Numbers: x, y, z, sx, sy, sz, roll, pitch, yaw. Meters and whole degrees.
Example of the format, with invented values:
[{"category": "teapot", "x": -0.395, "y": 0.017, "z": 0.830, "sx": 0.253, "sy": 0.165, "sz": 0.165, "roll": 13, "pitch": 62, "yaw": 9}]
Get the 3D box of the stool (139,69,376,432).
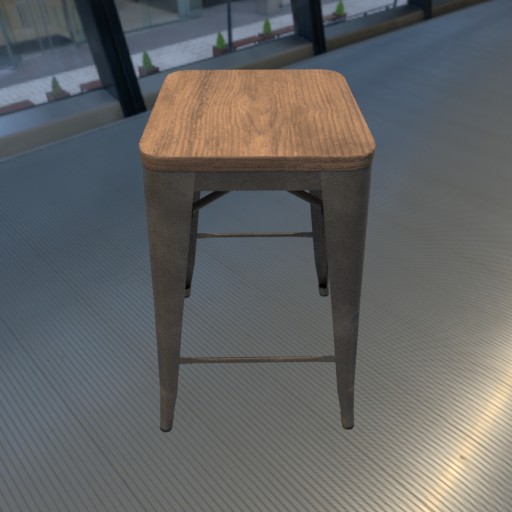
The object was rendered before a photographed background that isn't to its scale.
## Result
[{"category": "stool", "x": 0.000, "y": 0.000, "z": 0.874, "sx": 0.407, "sy": 0.607, "sz": 0.407, "roll": -1, "pitch": 41, "yaw": -1}]
